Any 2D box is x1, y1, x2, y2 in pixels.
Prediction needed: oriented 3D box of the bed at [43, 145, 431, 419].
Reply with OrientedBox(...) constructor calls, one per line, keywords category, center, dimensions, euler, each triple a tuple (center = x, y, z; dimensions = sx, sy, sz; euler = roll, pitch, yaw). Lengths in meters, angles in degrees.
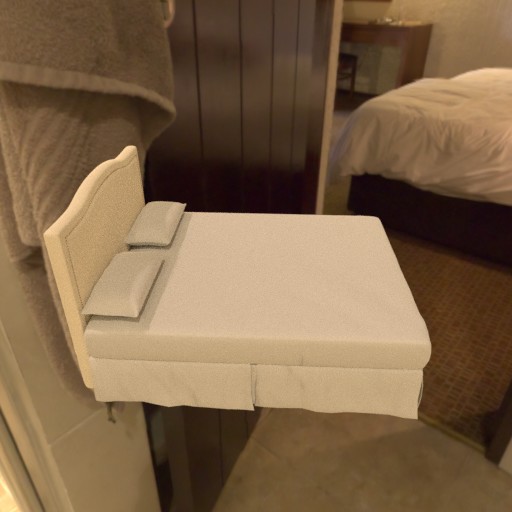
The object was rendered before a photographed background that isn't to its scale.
OrientedBox(category="bed", center=(0.000, 0.000, 3.634), dimensions=(2.477, 1.437, 1.977), euler=(1, 32, 2))
